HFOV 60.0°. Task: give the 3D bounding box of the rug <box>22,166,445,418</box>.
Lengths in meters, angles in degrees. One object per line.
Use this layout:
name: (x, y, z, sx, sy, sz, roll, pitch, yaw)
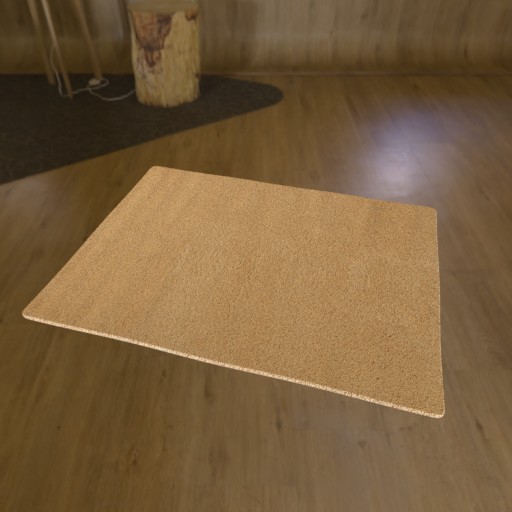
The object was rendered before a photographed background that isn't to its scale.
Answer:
rug: (0.000, 0.000, 2.025, 1.600, 0.025, 1.199, 11, 43, 12)
